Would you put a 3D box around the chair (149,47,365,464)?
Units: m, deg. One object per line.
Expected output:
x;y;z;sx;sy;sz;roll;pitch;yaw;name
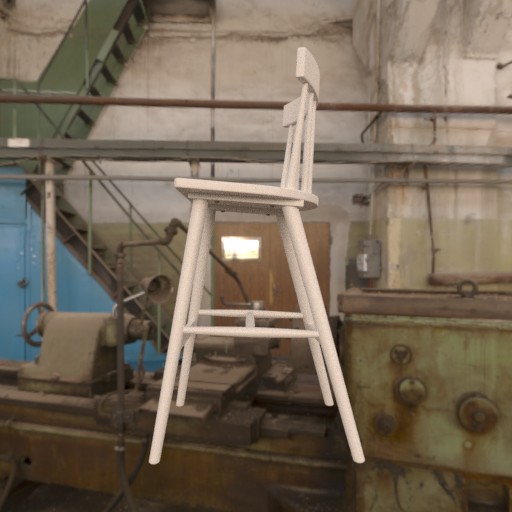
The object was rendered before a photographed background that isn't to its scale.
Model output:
0.000;0.000;1.389;0.572;1.092;0.483;0;0;-1;chair
